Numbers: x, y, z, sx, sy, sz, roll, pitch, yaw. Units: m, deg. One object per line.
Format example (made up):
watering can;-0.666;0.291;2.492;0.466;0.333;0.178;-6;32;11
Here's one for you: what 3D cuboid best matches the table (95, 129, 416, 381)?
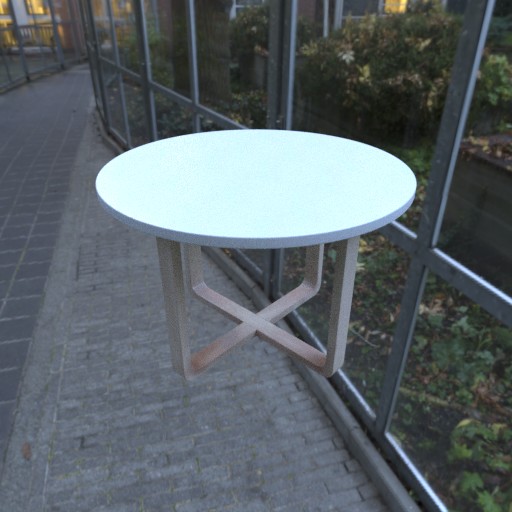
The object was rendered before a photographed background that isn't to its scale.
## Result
table;0.000;0.000;0.966;0.600;0.400;0.600;0;30;0
